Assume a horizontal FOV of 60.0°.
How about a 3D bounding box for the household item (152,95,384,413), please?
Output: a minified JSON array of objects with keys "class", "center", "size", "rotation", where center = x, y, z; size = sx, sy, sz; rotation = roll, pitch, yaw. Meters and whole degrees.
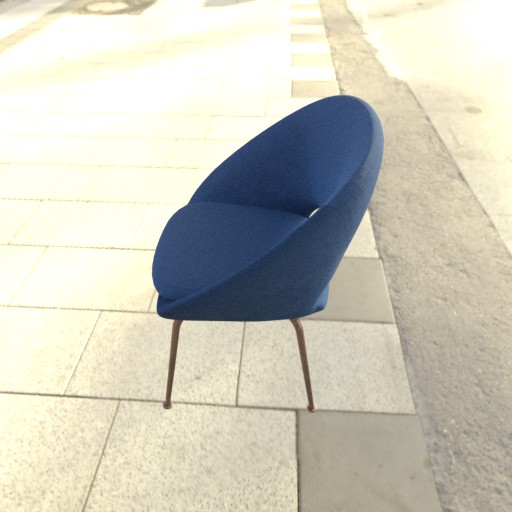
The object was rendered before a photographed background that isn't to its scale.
[{"class":"household item","center":[0.000,0.000,1.277],"size":[0.573,0.852,0.623],"rotation":[1,40,1]}]
